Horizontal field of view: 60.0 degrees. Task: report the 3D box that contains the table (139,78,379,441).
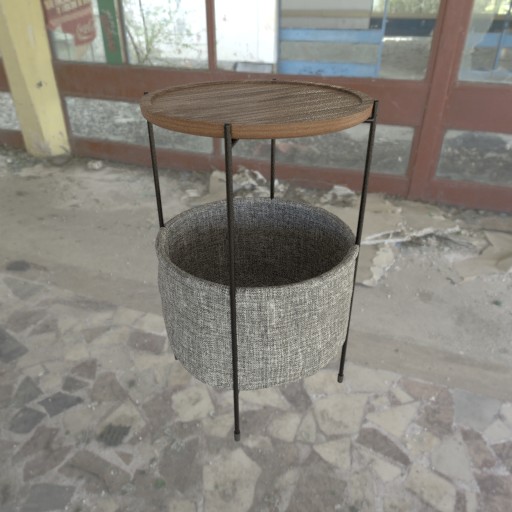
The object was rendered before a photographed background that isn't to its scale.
[{"bbox_3d":[0.000,0.000,0.903,0.400,0.623,0.400,-19,35,-29],"label":"table"}]
